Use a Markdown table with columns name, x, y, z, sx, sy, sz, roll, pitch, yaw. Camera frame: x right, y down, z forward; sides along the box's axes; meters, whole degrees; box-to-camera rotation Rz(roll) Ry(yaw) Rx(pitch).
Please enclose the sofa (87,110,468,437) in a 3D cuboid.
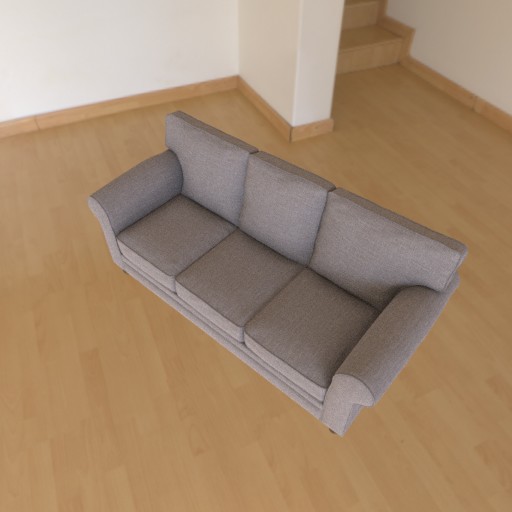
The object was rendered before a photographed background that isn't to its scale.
| name | x | y | z | sx | sy | sz | roll | pitch | yaw |
| --- | --- | --- | --- | --- | --- | --- | --- | --- | --- |
| sofa | 0.000 | 0.000 | 2.659 | 2.084 | 0.961 | 0.916 | 32 | 54 | 27 |
